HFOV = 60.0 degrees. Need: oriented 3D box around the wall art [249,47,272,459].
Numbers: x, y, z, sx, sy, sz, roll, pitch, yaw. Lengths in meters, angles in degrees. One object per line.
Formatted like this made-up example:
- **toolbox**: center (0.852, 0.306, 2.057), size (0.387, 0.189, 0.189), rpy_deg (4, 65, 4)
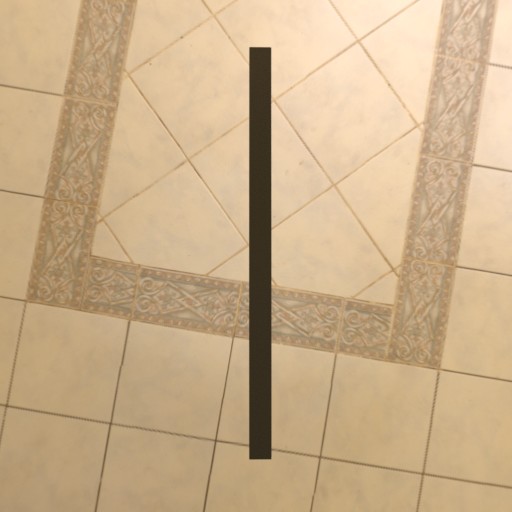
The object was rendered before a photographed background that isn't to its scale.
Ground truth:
- **wall art**: center (0.000, 0.000, 1.369), size (0.043, 1.046, 0.788), rpy_deg (0, 89, -1)
